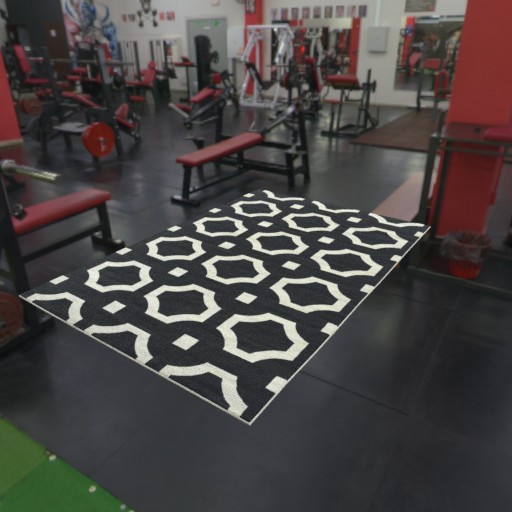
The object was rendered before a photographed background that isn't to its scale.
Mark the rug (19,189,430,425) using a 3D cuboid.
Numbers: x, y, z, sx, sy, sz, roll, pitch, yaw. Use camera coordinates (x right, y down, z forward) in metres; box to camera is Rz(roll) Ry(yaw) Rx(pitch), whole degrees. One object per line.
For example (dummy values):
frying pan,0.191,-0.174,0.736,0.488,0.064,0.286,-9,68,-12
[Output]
rug,0.000,0.000,2.849,1.555,0.016,2.286,17,31,31
